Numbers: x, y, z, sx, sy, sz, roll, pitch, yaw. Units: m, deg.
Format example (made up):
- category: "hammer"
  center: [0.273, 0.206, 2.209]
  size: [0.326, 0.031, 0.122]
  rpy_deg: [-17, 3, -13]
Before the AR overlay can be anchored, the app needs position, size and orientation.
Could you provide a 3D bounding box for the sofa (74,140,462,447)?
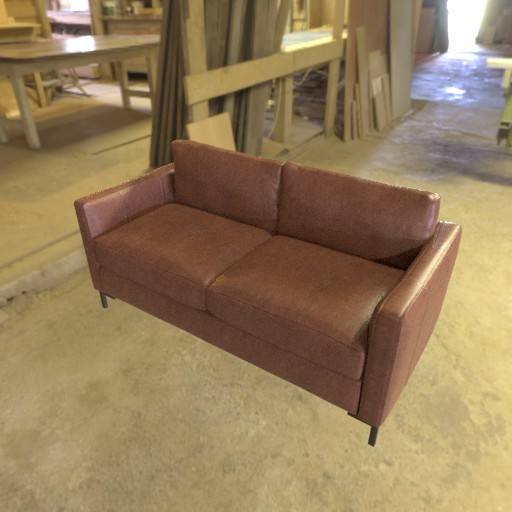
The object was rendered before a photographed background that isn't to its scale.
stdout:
- category: "sofa"
  center: [0.000, 0.000, 2.305]
  size: [1.797, 0.883, 0.899]
  rpy_deg: [19, 35, 29]
